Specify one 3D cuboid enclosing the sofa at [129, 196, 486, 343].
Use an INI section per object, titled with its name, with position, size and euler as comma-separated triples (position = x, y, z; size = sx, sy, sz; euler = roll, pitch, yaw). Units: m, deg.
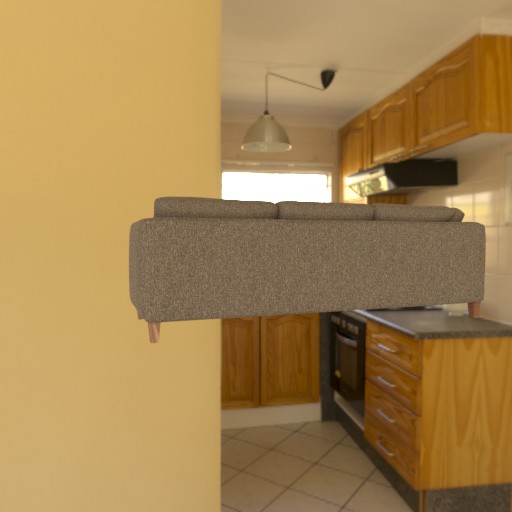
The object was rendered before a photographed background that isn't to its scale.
[sofa]
position = 0.000, 0.000, 4.394
size = 2.551, 0.853, 3.238
euler = -1, 2, -20
